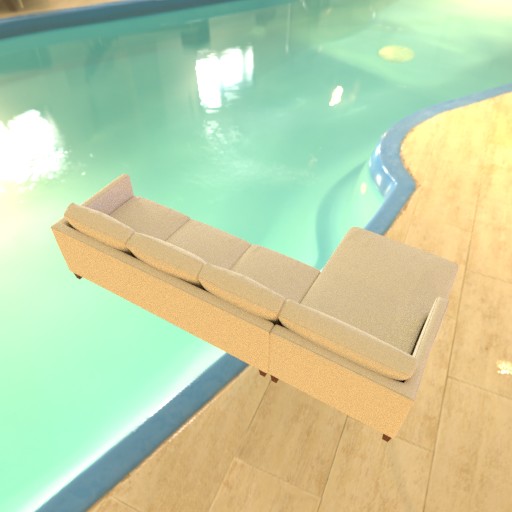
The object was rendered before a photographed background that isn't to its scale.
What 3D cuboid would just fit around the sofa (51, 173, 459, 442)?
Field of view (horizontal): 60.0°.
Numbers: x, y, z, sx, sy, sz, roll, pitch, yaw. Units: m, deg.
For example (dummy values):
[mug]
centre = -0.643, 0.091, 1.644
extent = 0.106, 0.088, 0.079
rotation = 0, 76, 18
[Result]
[sofa]
centre = 0.000, 0.000, 3.918
extent = 3.186, 0.846, 1.625
rotation = 23, 50, 21
